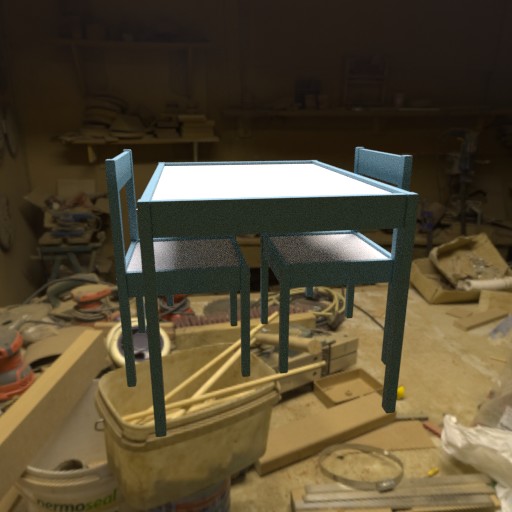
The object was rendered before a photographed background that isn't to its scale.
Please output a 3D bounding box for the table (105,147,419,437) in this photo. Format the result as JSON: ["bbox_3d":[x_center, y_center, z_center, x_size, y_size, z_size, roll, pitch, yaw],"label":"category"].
[{"bbox_3d":[0.000,0.000,1.103,0.633,0.503,0.639,-3,18,-8],"label":"table"}]
